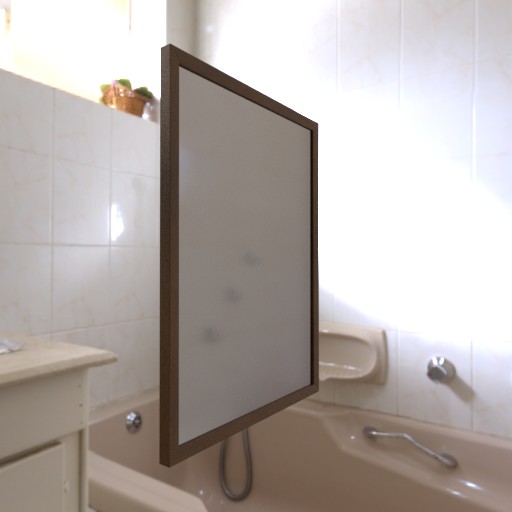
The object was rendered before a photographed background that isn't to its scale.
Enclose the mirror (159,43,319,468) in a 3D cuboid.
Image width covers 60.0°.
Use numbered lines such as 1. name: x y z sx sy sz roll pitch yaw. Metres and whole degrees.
1. mirror: 0.000 0.000 1.382 0.040 1.016 0.762 0 -1 36
